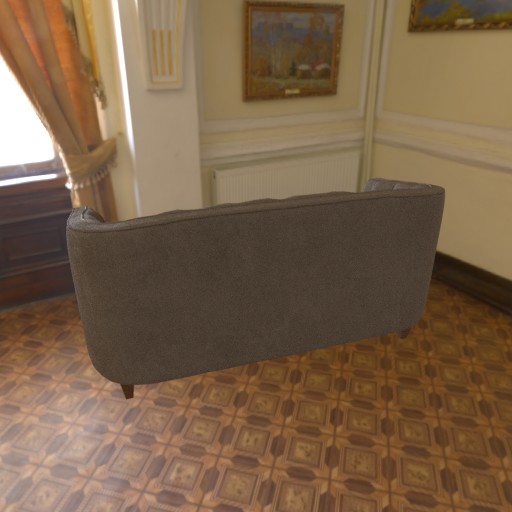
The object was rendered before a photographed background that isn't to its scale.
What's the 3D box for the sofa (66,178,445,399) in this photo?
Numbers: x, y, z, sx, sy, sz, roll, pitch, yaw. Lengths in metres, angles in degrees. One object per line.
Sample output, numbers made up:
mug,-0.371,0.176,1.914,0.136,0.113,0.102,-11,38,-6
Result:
sofa,0.000,0.000,2.292,1.733,0.855,0.941,-8,27,-16
